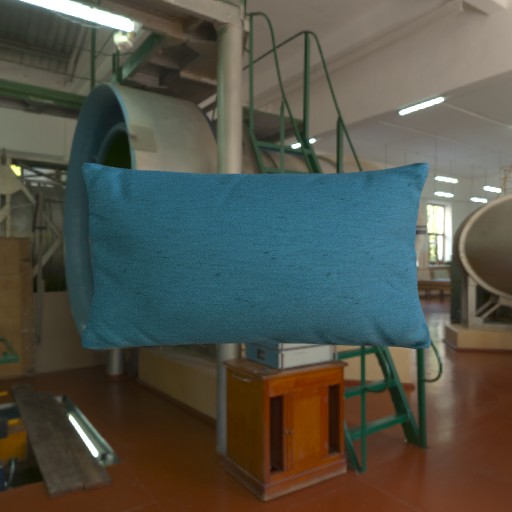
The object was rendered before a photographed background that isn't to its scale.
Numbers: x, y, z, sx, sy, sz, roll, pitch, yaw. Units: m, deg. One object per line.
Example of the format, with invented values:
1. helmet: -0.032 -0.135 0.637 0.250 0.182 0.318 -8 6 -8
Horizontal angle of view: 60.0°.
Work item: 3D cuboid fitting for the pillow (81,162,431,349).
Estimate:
1. pillow: 0.000 0.000 0.797 0.633 0.338 0.210 0 0 0
